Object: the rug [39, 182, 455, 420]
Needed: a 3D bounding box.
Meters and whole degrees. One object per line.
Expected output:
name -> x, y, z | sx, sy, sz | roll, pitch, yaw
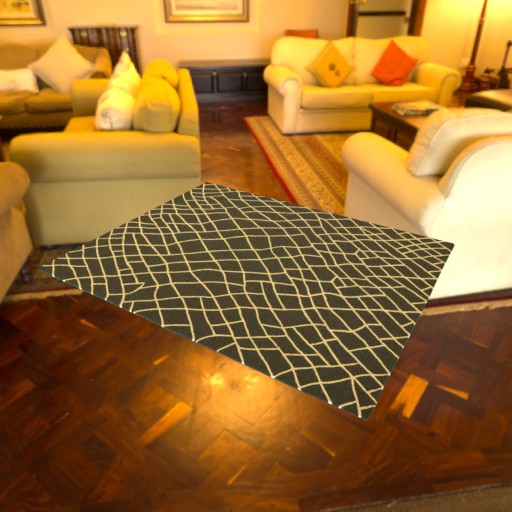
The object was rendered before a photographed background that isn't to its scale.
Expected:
rug -> 0.000, 0.000, 4.115 | 3.047, 0.022, 2.439 | 18, 35, 27
